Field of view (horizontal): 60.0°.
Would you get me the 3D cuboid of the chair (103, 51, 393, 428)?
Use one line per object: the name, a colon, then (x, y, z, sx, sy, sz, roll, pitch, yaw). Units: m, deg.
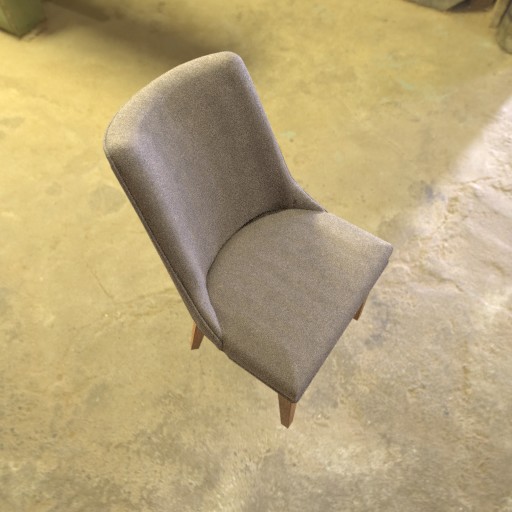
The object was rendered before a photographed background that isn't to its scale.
chair: (0.000, 0.000, 1.286, 0.636, 0.916, 0.548, 31, 63, 18)
